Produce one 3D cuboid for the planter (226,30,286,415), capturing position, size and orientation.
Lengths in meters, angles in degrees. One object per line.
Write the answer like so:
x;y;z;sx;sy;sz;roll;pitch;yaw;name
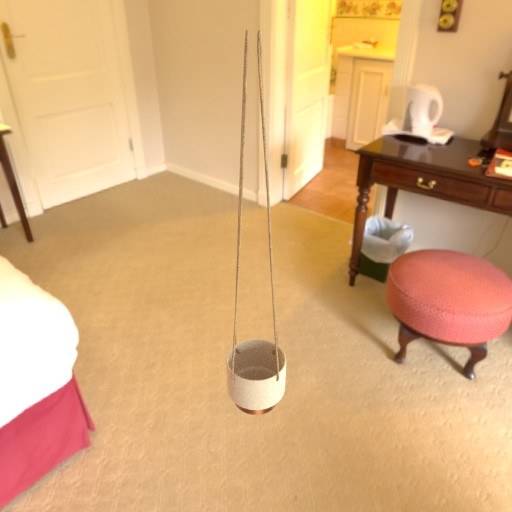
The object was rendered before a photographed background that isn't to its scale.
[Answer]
0.000;0.000;0.924;0.146;0.841;0.146;1;31;1;planter
